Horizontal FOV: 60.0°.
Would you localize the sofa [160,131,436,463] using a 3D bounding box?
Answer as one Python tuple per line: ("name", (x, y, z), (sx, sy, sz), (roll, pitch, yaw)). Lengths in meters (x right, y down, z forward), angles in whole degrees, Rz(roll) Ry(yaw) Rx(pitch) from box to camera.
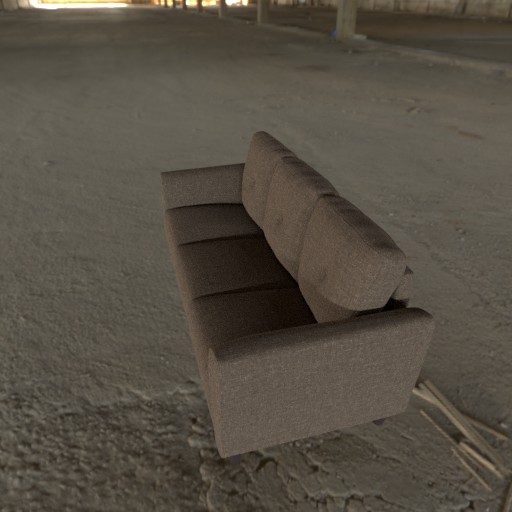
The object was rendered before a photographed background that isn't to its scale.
("sofa", (0.000, 0.000, 2.353), (0.837, 0.891, 1.847), (-8, 32, -14))
